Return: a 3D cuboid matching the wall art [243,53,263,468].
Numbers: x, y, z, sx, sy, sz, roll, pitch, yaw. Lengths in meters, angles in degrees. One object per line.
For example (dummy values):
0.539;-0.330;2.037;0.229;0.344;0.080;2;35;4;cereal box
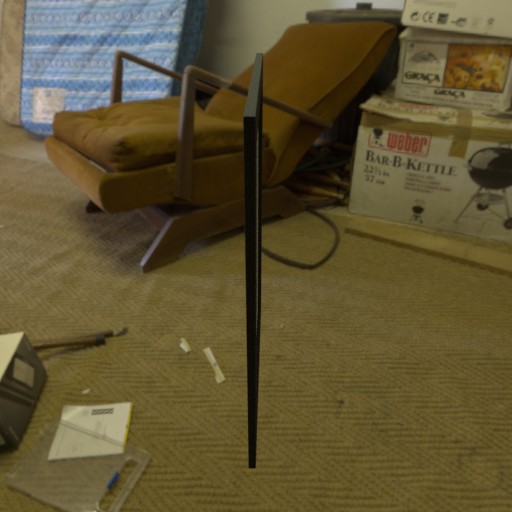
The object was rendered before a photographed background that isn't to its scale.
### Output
0.000;0.000;0.690;0.012;0.529;0.374;1;32;1;wall art
